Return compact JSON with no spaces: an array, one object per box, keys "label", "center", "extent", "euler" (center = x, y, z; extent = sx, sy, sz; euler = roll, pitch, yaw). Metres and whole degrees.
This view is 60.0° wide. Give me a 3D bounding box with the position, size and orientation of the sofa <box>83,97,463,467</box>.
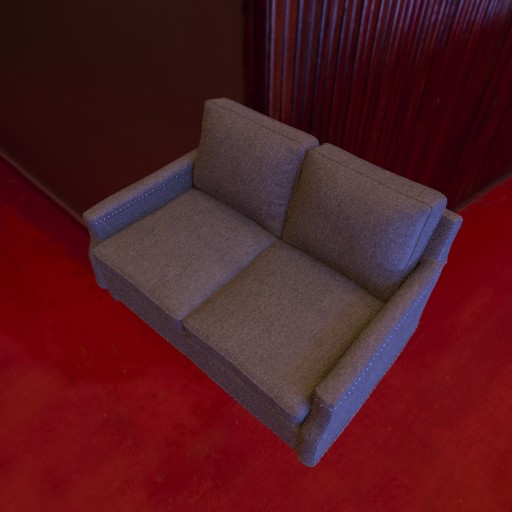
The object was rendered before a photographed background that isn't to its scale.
[{"label":"sofa","center":[0.000,0.000,2.268],"extent":[1.597,1.003,1.084],"euler":[33,55,27]}]
